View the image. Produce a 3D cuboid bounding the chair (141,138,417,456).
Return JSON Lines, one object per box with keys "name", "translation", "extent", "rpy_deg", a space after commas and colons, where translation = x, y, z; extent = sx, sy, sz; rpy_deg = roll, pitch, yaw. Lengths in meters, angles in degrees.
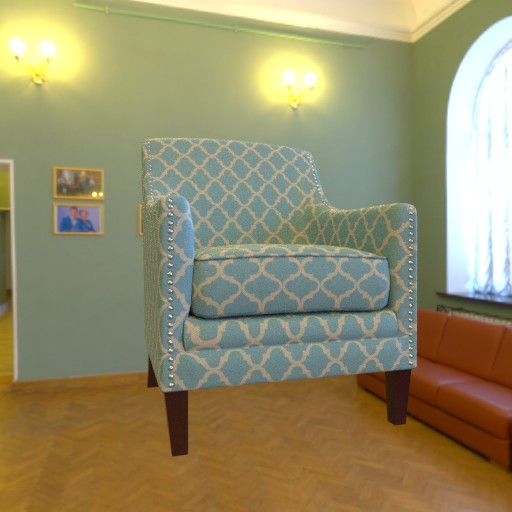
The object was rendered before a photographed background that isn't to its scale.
{"name": "chair", "translation": [0.000, 0.000, 1.302], "extent": [0.617, 0.817, 0.686], "rpy_deg": [0, 1, -17]}
